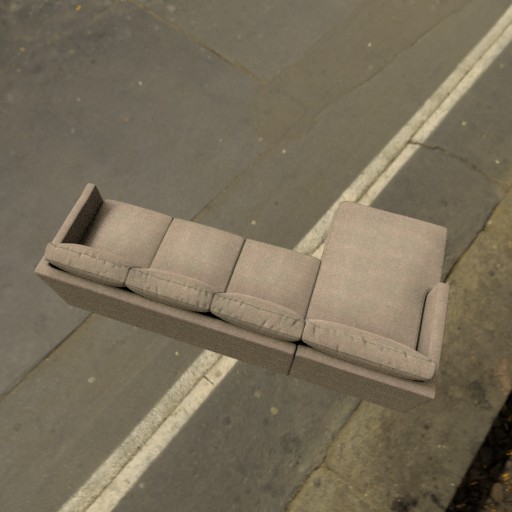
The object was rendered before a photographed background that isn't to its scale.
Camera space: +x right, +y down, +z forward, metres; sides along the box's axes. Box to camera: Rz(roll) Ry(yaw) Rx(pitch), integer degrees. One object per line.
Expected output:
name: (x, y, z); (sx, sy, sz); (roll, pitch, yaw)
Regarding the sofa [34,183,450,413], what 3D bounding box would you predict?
sofa: (0.000, 0.000, 3.891); (3.205, 0.922, 1.650); (16, 64, 8)
